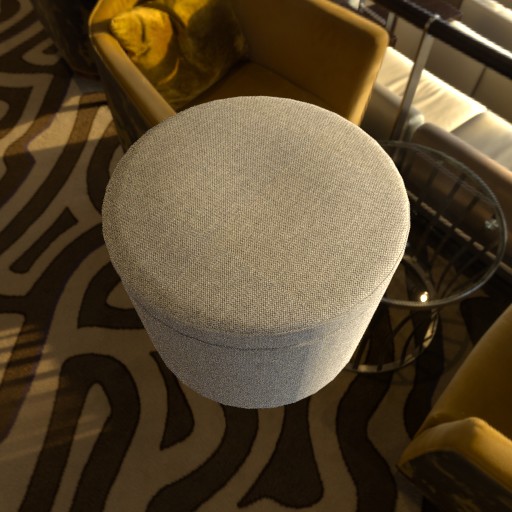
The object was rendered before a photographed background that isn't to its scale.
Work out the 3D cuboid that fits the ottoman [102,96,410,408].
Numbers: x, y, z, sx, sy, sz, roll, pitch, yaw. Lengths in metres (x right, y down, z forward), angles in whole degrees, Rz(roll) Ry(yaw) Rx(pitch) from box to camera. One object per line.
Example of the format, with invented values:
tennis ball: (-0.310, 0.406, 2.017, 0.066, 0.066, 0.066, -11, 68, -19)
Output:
ottoman: (0.000, 0.000, 0.879, 0.500, 0.419, 0.500, 0, 57, 0)
